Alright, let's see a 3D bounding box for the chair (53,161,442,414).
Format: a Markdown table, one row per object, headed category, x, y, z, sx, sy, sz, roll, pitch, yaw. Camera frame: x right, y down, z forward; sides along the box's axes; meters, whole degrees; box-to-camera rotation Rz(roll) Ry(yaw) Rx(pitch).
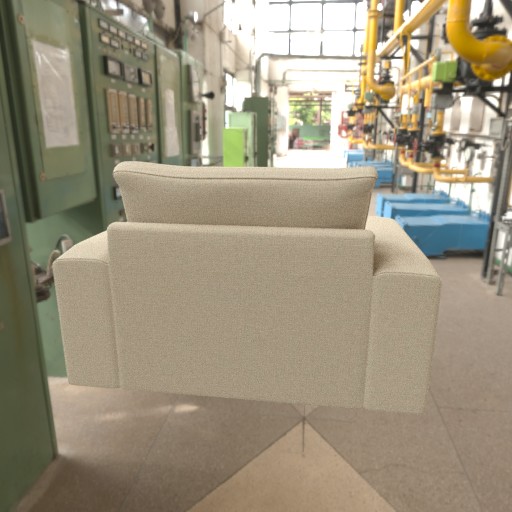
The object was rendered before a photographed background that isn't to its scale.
| category | x | y | z | sx | sy | sz | roll | pitch | yaw |
| --- | --- | --- | --- | --- | --- | --- | --- | --- | --- |
| chair | 0.000 | 0.000 | 2.076 | 1.398 | 0.915 | 1.039 | 2 | 16 | 8 |
